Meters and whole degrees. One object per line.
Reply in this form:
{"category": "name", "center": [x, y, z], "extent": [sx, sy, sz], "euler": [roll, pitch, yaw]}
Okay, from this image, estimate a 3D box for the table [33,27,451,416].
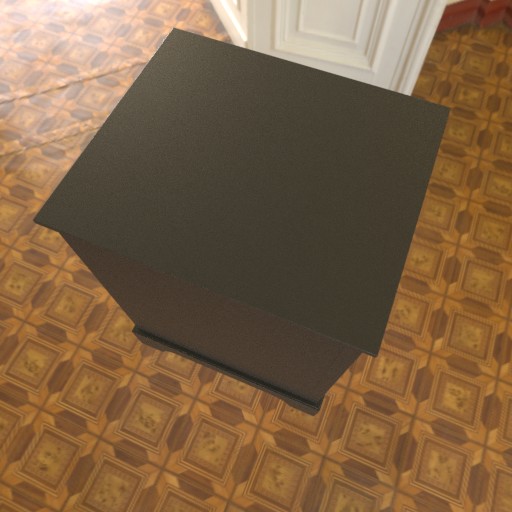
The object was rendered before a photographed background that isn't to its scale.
{"category": "table", "center": [0.000, 0.000, 0.886], "extent": [0.460, 0.610, 0.399], "euler": [20, 66, 10]}
